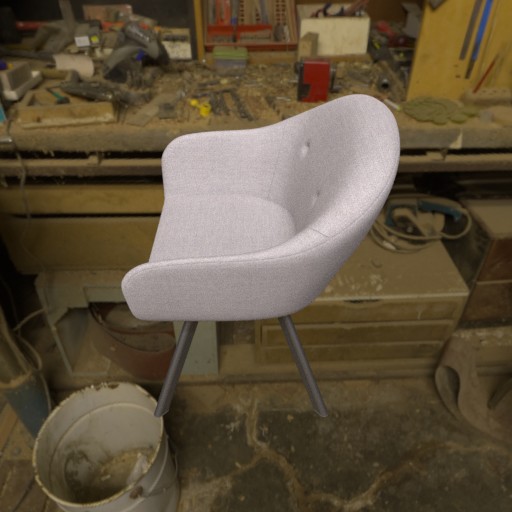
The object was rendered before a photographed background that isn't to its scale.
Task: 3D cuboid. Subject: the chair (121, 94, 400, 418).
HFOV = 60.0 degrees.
[{"bbox_3d":[0.000,0.000,1.148,0.570,0.780,0.540,0,41,0],"label":"chair"}]
